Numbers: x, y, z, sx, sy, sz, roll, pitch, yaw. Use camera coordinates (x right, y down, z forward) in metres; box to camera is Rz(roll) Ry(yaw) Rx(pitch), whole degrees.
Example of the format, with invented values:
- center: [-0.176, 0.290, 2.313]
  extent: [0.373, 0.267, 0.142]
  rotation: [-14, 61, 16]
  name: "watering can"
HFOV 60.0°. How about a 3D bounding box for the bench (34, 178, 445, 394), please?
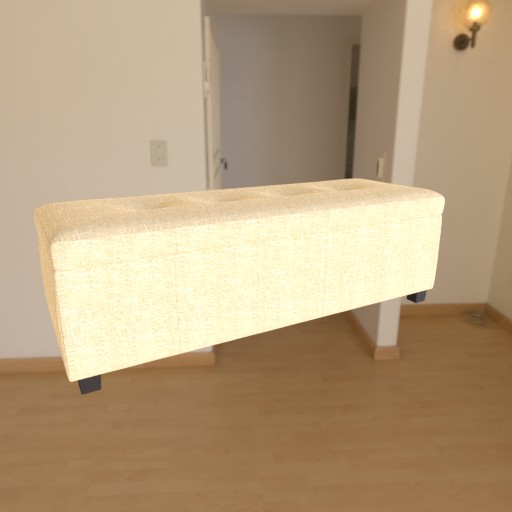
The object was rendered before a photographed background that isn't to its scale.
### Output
- center: [0.000, 0.000, 1.417]
  extent: [1.219, 0.406, 0.432]
  rotation: [-9, 19, -28]
  name: "bench"
